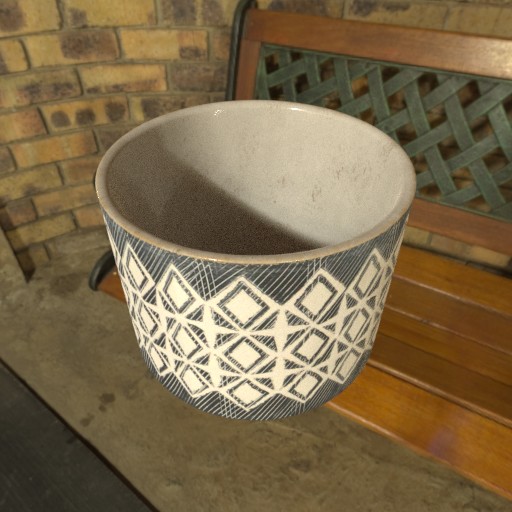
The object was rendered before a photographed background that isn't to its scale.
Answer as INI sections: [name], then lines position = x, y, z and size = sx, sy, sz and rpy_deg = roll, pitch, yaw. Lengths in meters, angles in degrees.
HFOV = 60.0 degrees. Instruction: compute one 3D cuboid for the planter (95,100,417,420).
[planter]
position = 0.000, 0.000, 0.215
size = 0.126, 0.104, 0.126
rpy_deg = 0, 41, 0
